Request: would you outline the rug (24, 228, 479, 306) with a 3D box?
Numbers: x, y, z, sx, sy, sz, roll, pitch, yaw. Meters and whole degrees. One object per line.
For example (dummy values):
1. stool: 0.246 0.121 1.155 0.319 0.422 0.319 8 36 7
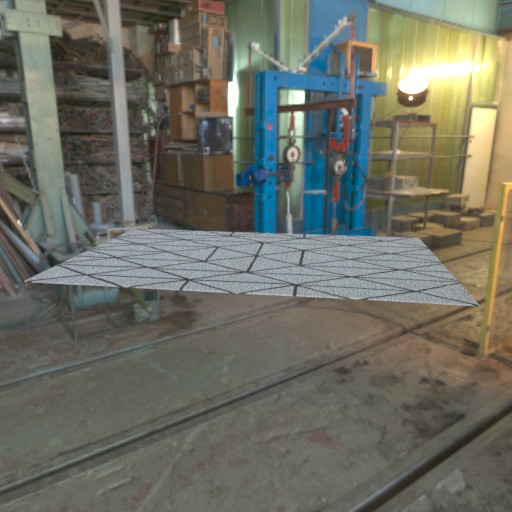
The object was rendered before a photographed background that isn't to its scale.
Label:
1. rug: 0.000 0.000 3.089 2.465 0.008 1.526 2 15 9
